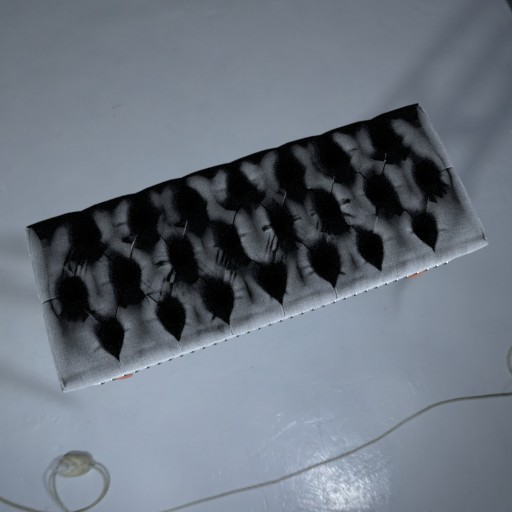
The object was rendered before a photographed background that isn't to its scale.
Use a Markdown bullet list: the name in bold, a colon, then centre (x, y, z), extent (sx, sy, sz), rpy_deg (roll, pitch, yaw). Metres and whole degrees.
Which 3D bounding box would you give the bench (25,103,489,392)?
- **bench**: centre (0.000, 0.000, 1.260), extent (1.052, 0.470, 0.417), rpy_deg (-19, 76, -5)
